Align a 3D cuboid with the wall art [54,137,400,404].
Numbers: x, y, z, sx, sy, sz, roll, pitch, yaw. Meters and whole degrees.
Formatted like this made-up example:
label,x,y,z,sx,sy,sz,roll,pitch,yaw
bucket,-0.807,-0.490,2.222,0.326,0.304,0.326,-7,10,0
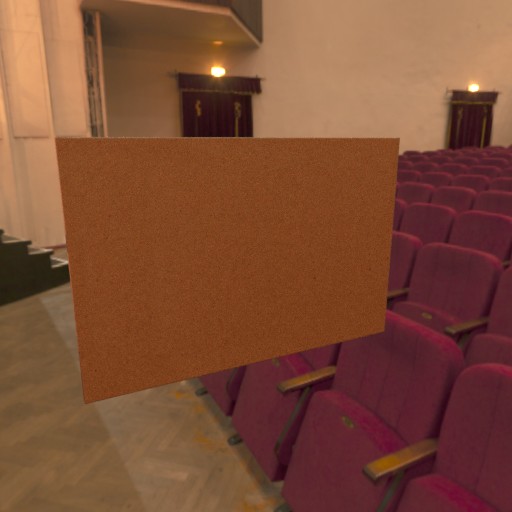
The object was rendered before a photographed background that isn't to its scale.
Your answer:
label,x,y,z,sx,sy,sz,roll,pitch,yaw
wall art,0.000,0.000,0.791,0.615,0.410,0.021,-7,16,-25
